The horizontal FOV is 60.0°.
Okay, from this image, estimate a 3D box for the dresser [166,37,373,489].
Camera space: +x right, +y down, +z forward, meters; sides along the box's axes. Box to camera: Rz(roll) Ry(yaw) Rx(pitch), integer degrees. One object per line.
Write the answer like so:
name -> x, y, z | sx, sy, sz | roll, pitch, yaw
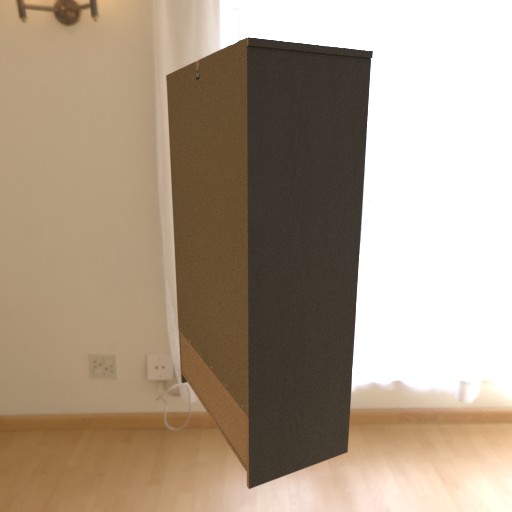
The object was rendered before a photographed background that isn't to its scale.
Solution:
dresser -> 0.000, 0.000, 1.569 | 0.399, 1.255, 0.704 | -7, 16, -25
